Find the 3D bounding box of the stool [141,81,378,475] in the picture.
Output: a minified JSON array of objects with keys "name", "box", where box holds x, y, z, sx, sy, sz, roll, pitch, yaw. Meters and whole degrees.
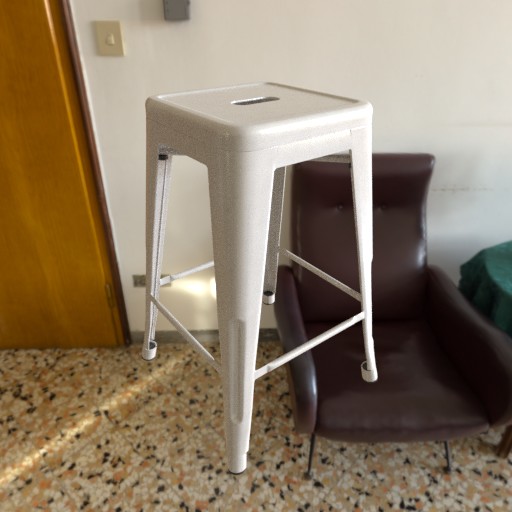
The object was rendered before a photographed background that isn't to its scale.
[{"name":"stool","box":[0.000,0.000,0.896,0.406,0.610,0.406,-21,36,-32]}]
